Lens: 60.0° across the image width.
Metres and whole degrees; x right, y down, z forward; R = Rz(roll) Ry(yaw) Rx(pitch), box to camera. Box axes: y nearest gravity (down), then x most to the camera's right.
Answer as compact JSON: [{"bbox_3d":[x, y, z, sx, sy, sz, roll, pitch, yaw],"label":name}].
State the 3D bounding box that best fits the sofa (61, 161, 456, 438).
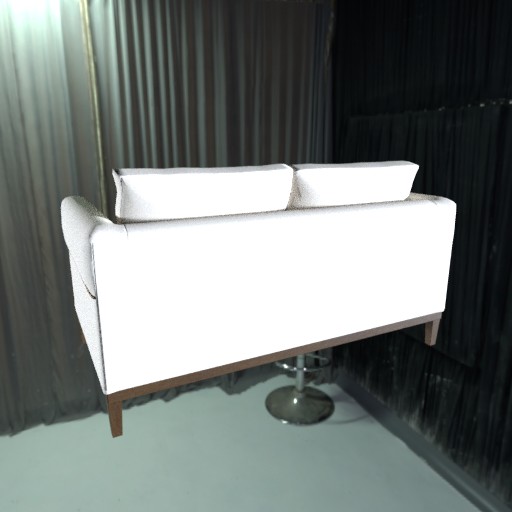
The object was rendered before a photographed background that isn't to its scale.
[{"bbox_3d":[0.000,0.000,2.076,1.598,0.873,0.905,-8,17,-26],"label":"sofa"}]
